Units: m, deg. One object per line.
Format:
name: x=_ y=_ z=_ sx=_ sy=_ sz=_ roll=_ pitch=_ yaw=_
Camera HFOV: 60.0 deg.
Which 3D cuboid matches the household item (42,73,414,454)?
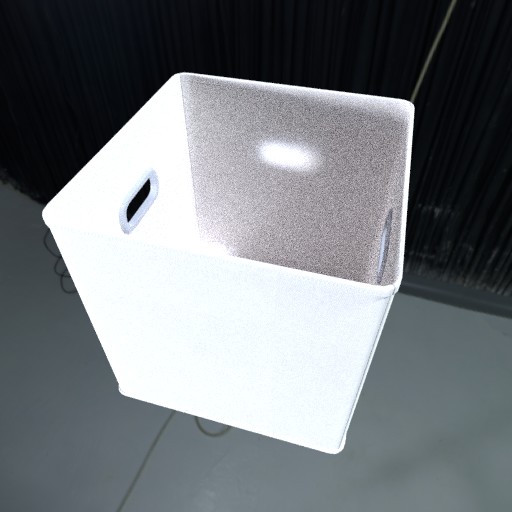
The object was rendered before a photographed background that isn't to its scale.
household item: x=0.000 y=0.000 z=0.553 sx=0.305 sy=0.305 sz=0.305 roll=11 pitch=47 yaw=11
